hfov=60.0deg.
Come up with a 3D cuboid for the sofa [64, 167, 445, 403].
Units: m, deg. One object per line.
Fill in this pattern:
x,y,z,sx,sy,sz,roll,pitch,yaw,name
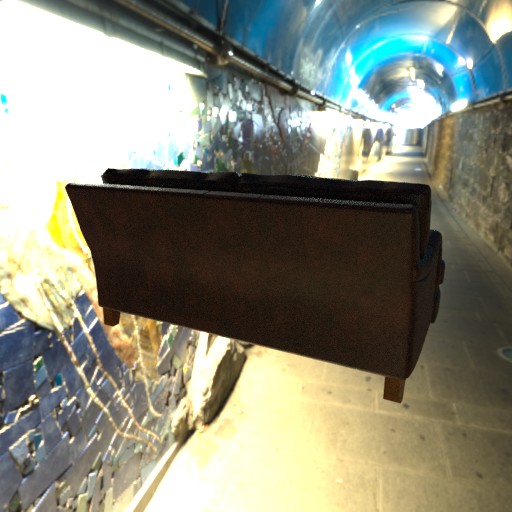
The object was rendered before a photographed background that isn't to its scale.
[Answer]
0.000,0.000,2.804,2.144,1.071,1.147,8,17,27,sofa
